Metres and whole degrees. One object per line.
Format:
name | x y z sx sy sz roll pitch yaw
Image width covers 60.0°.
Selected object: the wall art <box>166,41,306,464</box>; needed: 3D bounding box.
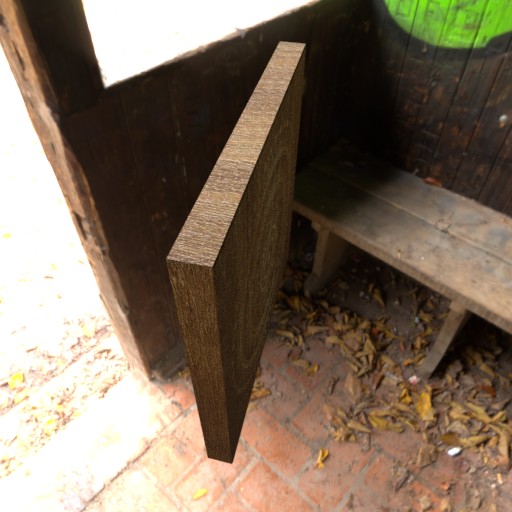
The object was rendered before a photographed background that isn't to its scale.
wall art | 0.000 0.000 0.596 0.039 0.403 0.406 10 47 9
